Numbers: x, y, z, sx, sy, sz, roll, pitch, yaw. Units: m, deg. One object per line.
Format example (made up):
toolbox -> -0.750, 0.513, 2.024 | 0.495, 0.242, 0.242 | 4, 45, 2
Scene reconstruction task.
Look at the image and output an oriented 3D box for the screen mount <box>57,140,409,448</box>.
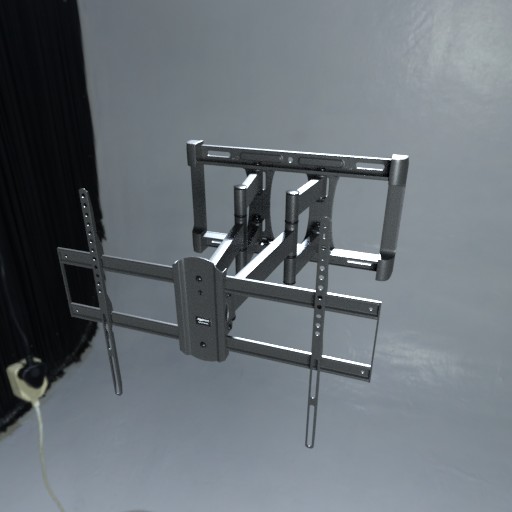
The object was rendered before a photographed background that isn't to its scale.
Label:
screen mount -> 0.000, 0.000, 1.115 | 0.661, 0.491, 0.644 | 9, 27, 17
